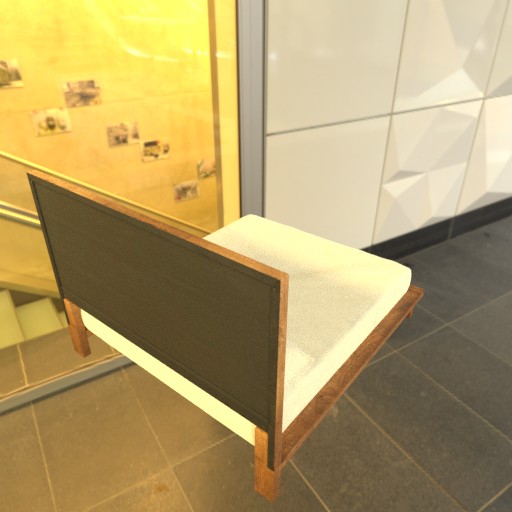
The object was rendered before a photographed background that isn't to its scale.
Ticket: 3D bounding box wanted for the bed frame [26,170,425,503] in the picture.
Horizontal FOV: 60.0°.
[{"bbox_3d":[0.000,0.000,3.470,2.038,1.537,2.235,22,37,33],"label":"bed frame"}]
